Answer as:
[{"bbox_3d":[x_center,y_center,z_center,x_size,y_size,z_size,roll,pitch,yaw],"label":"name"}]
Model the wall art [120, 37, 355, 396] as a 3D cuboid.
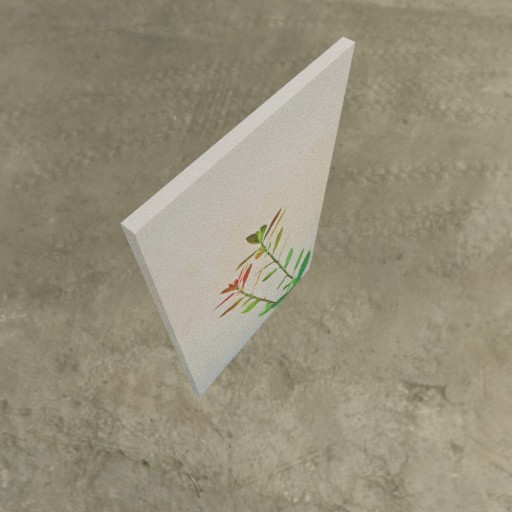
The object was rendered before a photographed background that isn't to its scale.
[{"bbox_3d":[0.000,0.000,1.463,0.038,1.143,0.764,34,64,19],"label":"wall art"}]
